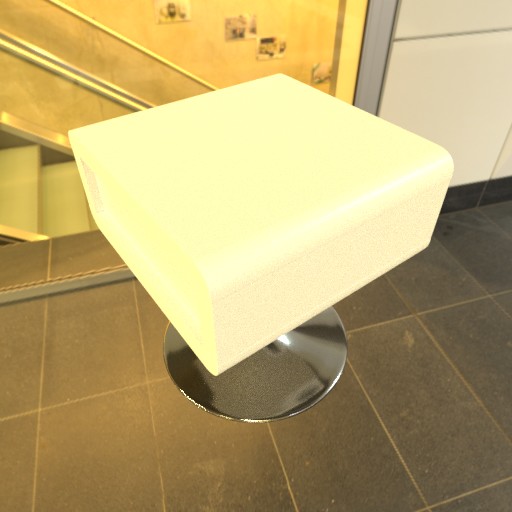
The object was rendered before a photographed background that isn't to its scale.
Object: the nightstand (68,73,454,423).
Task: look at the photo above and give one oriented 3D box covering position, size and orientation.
[{"bbox_3d":[0.000,0.000,0.768,0.404,0.447,0.399,-26,48,-26],"label":"nightstand"}]
